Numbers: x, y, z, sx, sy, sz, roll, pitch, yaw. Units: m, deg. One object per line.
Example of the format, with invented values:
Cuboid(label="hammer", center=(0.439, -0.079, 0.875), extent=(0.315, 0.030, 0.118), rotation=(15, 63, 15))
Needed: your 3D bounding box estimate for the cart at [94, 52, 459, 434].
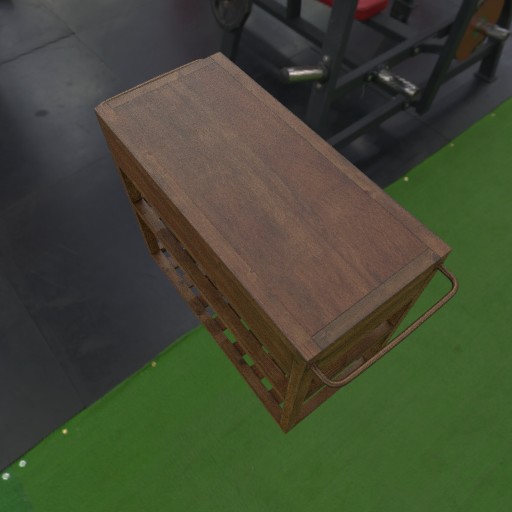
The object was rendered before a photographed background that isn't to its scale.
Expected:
Cuboid(label="cart", center=(0.000, 0.000, 1.470), extent=(0.445, 0.830, 1.065), rotation=(-33, 64, -19))
